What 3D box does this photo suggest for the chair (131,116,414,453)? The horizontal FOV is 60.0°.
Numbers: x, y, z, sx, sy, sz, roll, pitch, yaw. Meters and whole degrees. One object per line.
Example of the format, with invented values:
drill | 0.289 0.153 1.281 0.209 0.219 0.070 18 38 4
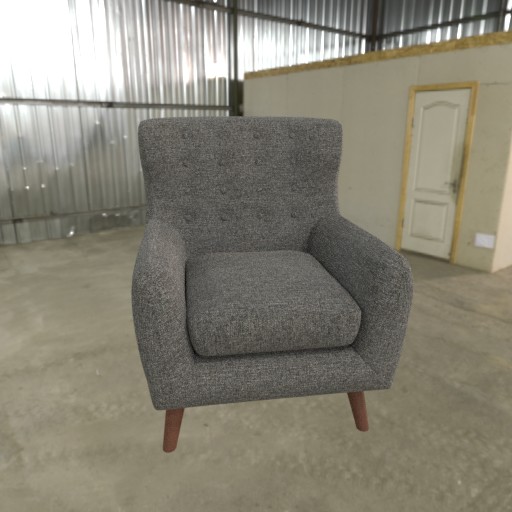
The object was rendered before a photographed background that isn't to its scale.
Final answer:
chair | 0.000 0.000 1.713 0.889 1.039 0.940 -3 17 -8
